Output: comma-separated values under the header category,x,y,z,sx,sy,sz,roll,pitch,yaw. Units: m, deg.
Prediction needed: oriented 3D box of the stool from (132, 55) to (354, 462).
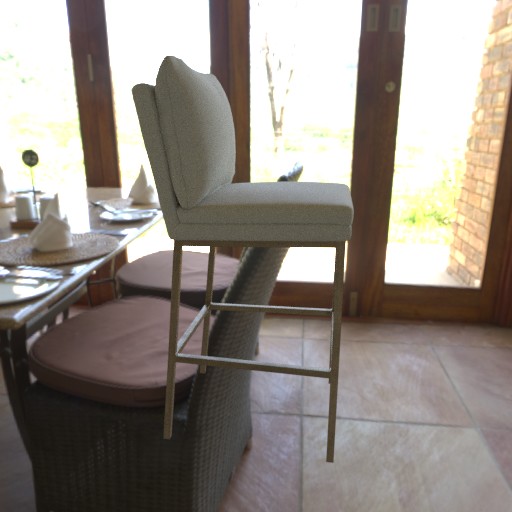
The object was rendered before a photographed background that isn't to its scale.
category,x,y,z,sx,sy,sz,roll,pitch,yaw
stool,0.000,0.000,1.405,0.572,1.125,0.463,3,16,9
